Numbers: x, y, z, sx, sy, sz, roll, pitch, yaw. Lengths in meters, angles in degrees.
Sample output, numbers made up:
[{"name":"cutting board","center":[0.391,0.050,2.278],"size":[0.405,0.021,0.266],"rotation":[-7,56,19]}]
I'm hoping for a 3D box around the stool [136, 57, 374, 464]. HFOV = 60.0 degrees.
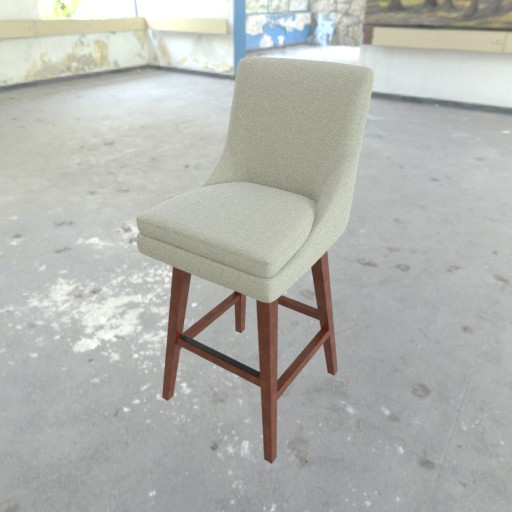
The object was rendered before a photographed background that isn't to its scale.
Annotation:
[{"name":"stool","center":[0.000,0.000,1.398],"size":[0.470,1.092,0.559],"rotation":[19,35,29]}]
